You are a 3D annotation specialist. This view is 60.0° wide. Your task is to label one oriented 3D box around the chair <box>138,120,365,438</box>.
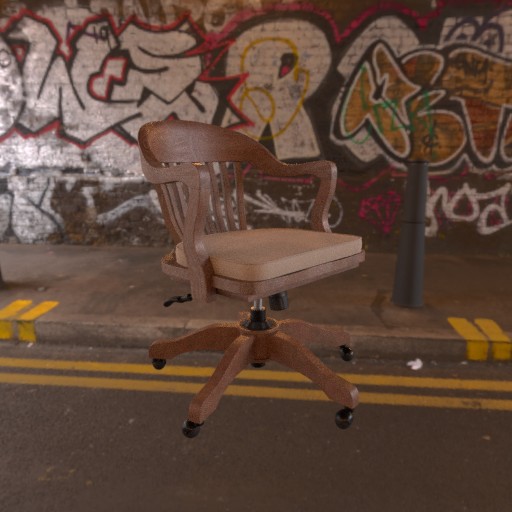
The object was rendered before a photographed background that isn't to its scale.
[{"bbox_3d":[0.000,0.000,1.430,0.788,0.878,0.750,12,18,43],"label":"chair"}]
